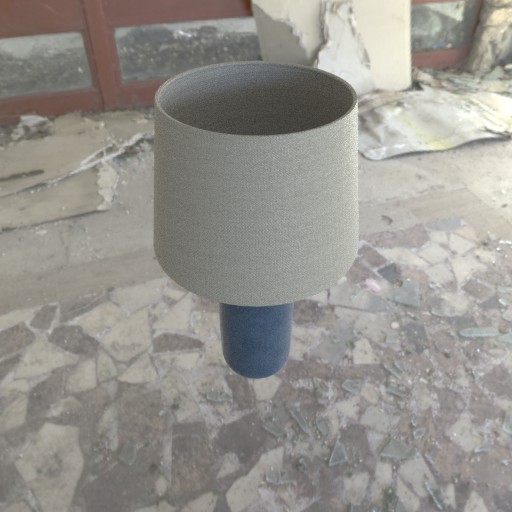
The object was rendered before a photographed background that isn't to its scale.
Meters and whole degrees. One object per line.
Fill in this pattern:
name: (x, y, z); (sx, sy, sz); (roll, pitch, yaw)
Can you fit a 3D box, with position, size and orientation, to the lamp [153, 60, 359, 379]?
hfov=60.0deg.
lamp: (0.000, 0.000, 0.579); (0.253, 0.428, 0.253); (0, 41, 0)
